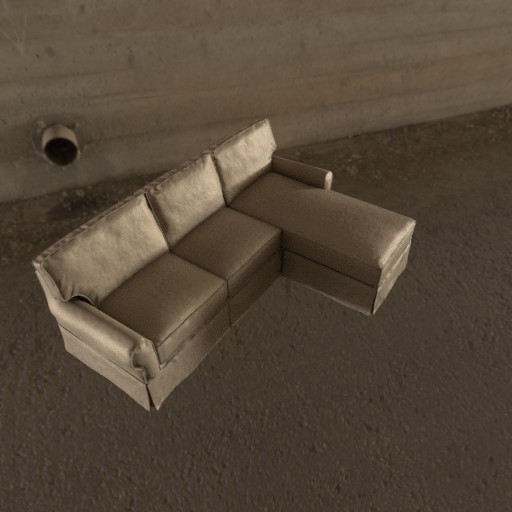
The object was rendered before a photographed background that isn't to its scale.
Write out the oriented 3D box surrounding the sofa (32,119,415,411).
[{"bbox_3d":[0.000,0.000,3.313,1.733,0.978,2.475,25,47,25],"label":"sofa"}]
